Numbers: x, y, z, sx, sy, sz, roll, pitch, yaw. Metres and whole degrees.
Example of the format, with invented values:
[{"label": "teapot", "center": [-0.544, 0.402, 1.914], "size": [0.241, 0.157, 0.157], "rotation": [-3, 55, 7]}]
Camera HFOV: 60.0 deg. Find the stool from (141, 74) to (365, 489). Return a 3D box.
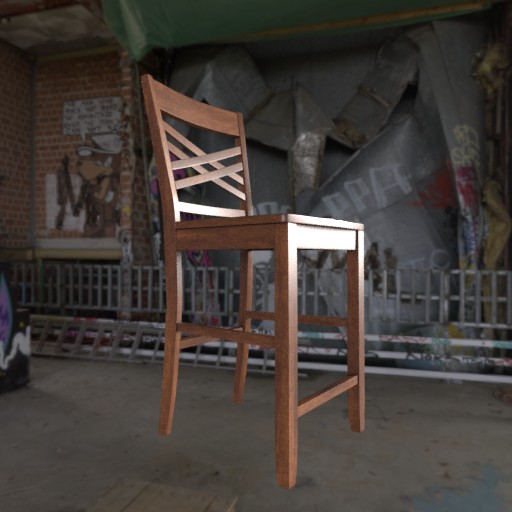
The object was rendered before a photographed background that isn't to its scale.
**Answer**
[{"label": "stool", "center": [0.000, 0.000, 1.353], "size": [0.539, 1.079, 0.462], "rotation": [0, 0, 37]}]
